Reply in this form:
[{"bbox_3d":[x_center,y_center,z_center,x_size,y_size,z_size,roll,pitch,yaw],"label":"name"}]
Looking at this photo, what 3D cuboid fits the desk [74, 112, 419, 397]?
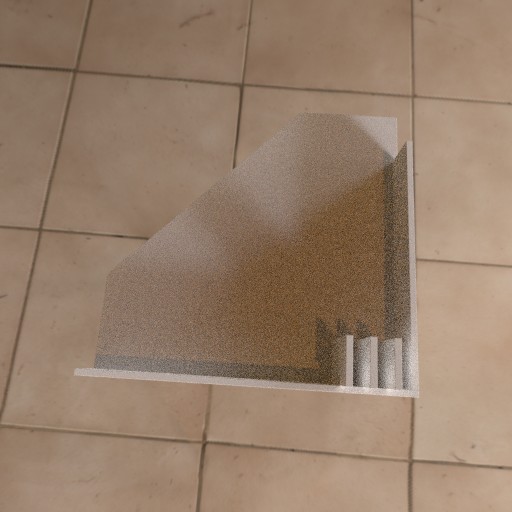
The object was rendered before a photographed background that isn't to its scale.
[{"bbox_3d":[0.000,0.000,1.717,0.940,0.986,0.940,3,76,1],"label":"desk"}]
